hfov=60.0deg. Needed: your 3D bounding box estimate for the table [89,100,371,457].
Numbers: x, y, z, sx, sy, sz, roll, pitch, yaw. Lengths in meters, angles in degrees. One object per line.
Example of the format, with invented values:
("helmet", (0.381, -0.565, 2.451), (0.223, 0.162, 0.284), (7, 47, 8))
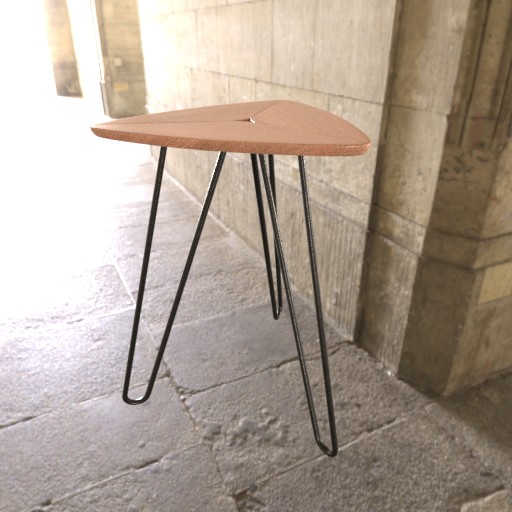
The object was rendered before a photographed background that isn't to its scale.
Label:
("table", (0.000, 0.000, 0.913), (0.442, 0.564, 0.455), (8, 28, 16))
